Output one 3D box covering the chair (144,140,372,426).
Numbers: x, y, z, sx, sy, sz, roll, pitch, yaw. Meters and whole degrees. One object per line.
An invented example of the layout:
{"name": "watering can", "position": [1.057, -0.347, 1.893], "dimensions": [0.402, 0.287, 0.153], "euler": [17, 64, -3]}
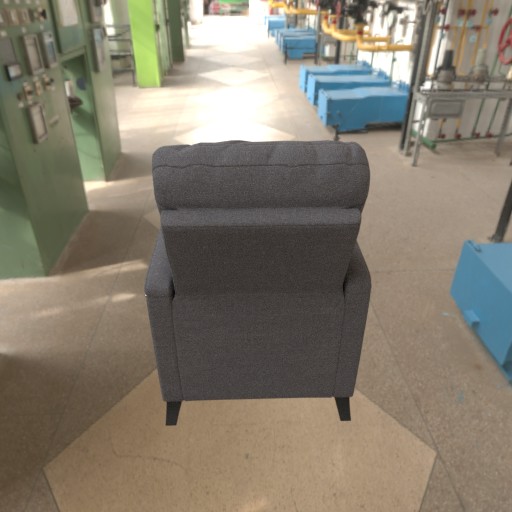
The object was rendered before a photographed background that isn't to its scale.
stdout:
{"name": "chair", "position": [0.000, 0.000, 1.656], "dimensions": [0.710, 1.049, 0.922], "euler": [-1, 31, -2]}
